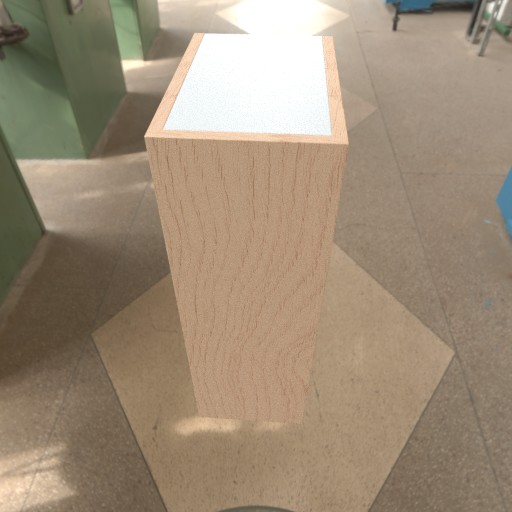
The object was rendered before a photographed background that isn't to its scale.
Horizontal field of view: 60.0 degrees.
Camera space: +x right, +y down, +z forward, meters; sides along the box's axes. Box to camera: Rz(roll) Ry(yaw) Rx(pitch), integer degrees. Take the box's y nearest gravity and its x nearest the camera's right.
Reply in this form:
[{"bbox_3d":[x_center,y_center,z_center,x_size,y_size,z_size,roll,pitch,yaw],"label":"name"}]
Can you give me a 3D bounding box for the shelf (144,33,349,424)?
[{"bbox_3d":[0.000,0.000,0.739,0.200,0.600,0.290,3,45,3],"label":"shelf"}]
